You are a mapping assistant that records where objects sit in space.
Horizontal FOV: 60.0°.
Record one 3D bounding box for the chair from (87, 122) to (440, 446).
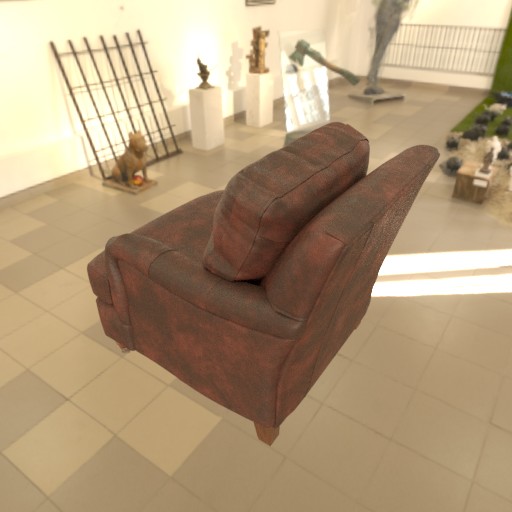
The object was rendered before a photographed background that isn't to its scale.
[{"bbox_3d":[0.000,0.000,1.927,1.156,1.051,0.987,20,37,29],"label":"chair"}]
